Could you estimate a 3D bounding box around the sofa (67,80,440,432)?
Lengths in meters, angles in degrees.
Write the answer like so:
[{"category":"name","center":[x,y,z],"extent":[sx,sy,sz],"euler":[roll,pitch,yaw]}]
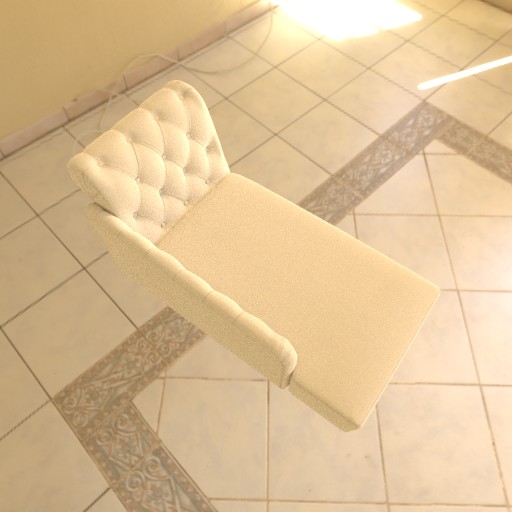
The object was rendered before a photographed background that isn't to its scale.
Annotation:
[{"category":"sofa","center":[0.000,0.000,1.835],"extent":[1.379,0.787,0.675],"euler":[32,64,18]}]
